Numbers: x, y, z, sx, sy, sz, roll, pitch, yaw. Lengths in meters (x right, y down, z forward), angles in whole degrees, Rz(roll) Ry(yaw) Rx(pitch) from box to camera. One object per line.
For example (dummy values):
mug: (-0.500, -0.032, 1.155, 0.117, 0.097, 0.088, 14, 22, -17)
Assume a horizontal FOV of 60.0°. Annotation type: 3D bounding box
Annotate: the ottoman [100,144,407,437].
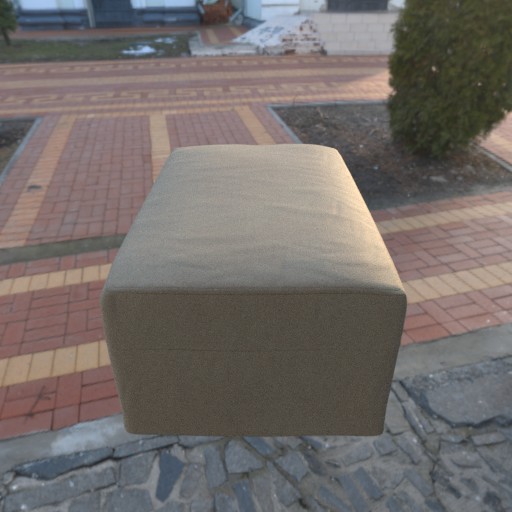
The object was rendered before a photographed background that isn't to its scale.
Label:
ottoman: (0.000, 0.000, 1.222, 0.590, 0.444, 0.872, 0, 31, 0)
